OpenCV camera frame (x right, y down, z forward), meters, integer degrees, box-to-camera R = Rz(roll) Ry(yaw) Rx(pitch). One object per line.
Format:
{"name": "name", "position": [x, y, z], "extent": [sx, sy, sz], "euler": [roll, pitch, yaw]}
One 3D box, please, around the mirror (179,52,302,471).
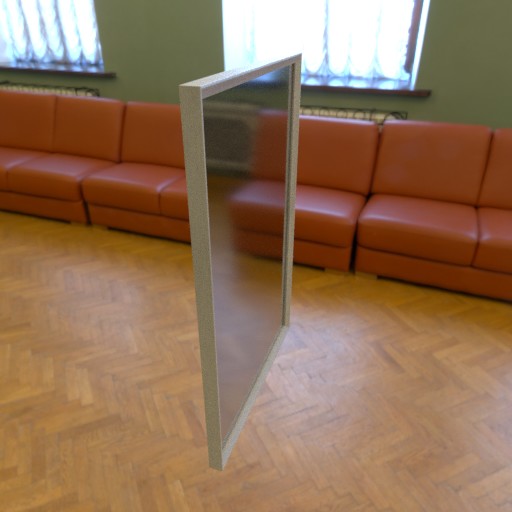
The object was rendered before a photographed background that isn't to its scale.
{"name": "mirror", "position": [0.000, 0.000, 1.145], "extent": [0.041, 0.915, 0.609], "euler": [10, 31, 17]}
